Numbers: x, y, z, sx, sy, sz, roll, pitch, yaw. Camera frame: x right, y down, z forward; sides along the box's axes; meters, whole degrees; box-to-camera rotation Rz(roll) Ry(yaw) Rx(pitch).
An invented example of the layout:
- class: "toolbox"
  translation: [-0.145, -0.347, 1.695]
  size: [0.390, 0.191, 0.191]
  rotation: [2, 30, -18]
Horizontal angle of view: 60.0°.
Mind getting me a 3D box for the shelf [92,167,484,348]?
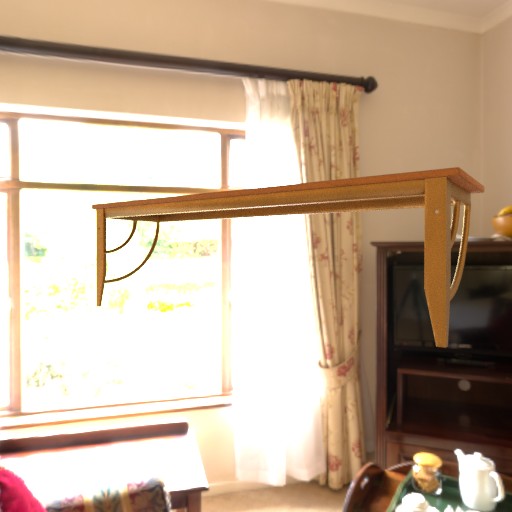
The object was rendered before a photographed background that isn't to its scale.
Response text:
- class: "shelf"
  translation: [0.000, 0.000, 0.713]
  size: [0.636, 0.190, 0.166]
  rotation: [0, 1, 35]
